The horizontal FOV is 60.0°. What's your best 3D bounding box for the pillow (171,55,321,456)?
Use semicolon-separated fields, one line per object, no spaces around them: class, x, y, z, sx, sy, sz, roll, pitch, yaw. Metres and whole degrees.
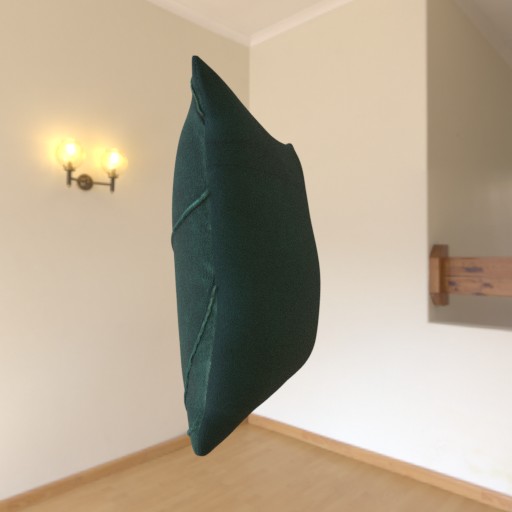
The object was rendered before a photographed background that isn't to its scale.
pillow;0.000;0.000;0.675;0.184;0.440;0.439;0;0;18
